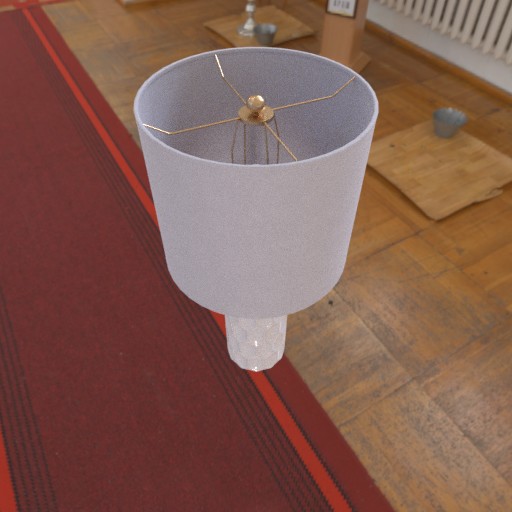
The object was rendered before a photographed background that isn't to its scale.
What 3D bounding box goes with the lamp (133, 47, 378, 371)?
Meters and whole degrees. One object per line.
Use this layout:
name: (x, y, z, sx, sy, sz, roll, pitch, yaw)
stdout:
lamp: (0.000, 0.000, 0.704, 0.277, 0.537, 0.277, 11, 48, 10)
